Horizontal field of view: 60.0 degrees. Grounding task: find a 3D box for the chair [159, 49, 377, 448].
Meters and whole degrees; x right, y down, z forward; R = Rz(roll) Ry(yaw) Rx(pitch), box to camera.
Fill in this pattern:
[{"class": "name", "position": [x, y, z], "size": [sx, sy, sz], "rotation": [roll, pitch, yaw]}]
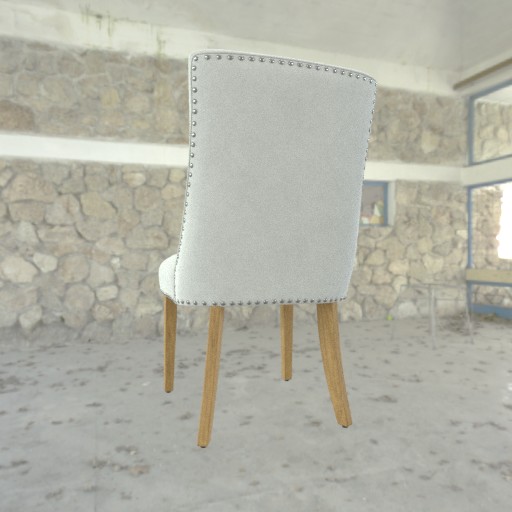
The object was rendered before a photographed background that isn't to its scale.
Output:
[{"class": "chair", "position": [0.000, 0.000, 1.270], "size": [0.495, 0.902, 0.610], "rotation": [0, 0, -19]}]
